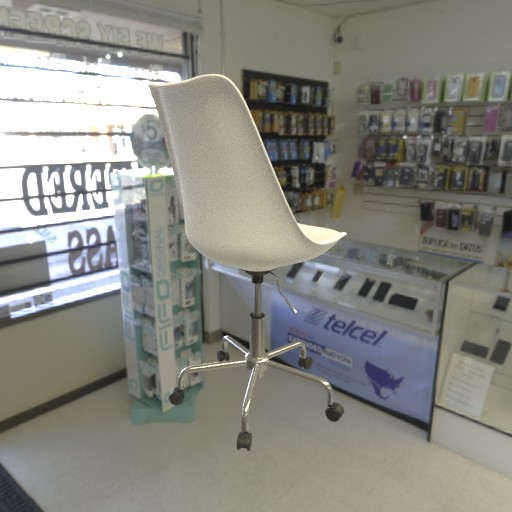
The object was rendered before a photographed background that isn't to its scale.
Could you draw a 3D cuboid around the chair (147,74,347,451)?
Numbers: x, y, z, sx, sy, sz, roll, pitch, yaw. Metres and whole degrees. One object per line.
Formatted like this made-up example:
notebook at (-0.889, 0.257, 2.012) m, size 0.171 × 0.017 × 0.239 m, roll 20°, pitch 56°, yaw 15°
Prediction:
chair at (0.000, 0.000, 1.302) m, size 0.550 × 0.930 × 0.550 m, roll -14°, pitch 21°, yaw -43°
